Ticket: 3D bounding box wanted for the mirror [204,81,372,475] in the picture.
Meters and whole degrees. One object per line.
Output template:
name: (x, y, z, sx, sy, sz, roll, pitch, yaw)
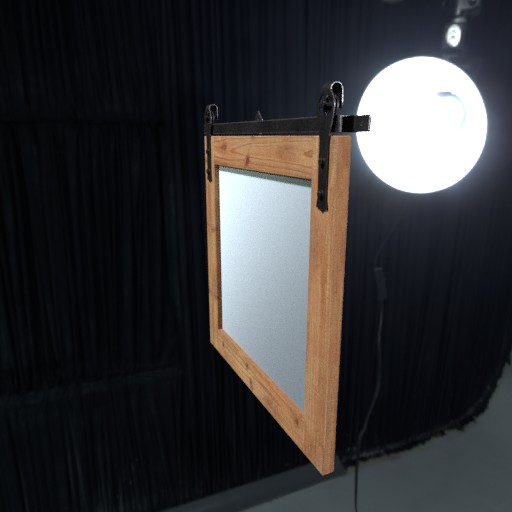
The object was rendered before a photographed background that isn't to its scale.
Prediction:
mirror: (0.000, 0.000, 1.180, 0.054, 0.800, 0.805, -7, 17, -24)
